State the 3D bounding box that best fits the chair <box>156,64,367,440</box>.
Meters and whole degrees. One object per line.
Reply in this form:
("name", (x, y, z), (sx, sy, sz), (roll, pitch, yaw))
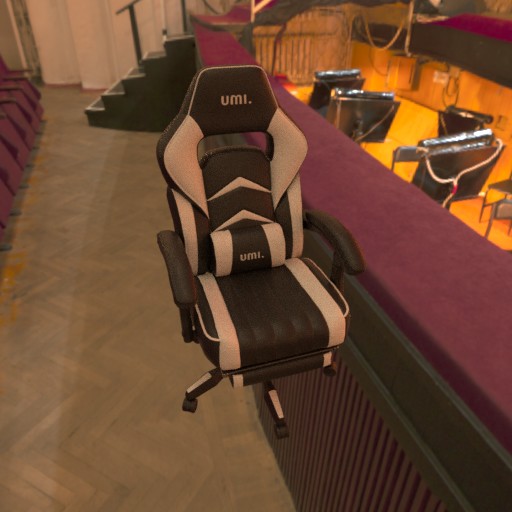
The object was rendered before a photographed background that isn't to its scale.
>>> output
("chair", (0.000, 0.000, 1.601), (0.676, 1.200, 0.700), (-10, 33, -15))
